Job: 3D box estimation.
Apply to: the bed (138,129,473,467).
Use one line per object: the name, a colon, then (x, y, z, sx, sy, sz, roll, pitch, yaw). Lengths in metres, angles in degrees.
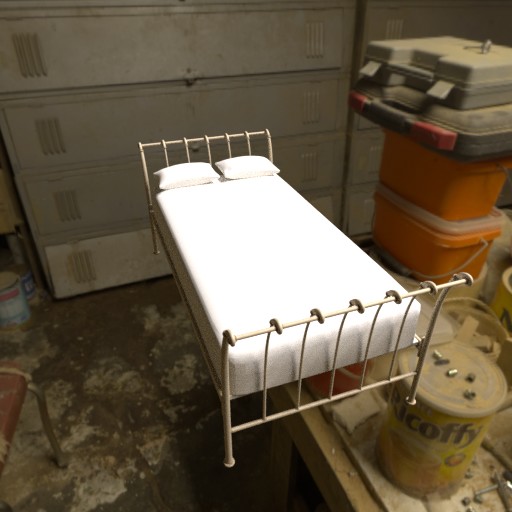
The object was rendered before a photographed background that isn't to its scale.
bed: (0.000, 0.000, 2.696, 1.032, 0.873, 2.228, -11, 33, -17)
